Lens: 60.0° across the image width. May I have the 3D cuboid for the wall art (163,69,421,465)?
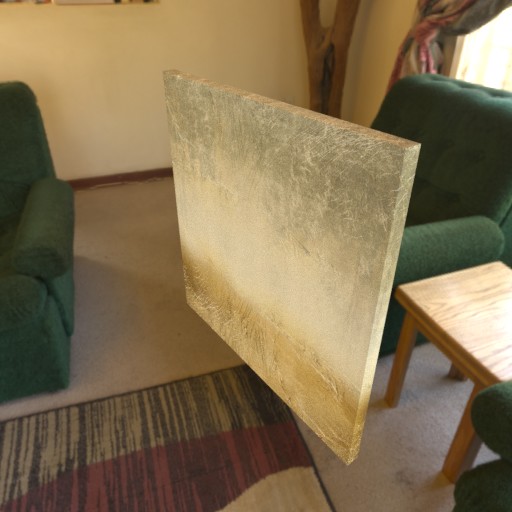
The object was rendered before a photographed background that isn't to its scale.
[{"bbox_3d":[0.000,0.000,1.578,0.051,1.091,1.092,-22,38,-30],"label":"wall art"}]
